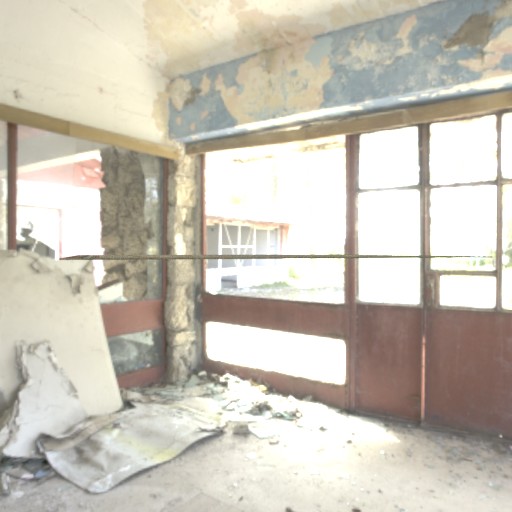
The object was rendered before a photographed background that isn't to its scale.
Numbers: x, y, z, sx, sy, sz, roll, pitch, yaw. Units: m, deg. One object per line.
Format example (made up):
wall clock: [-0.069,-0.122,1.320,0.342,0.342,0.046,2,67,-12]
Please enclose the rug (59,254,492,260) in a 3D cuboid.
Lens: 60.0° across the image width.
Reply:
rug: [0.000,0.000,3.421,2.651,0.010,1.971,0,1,-19]
